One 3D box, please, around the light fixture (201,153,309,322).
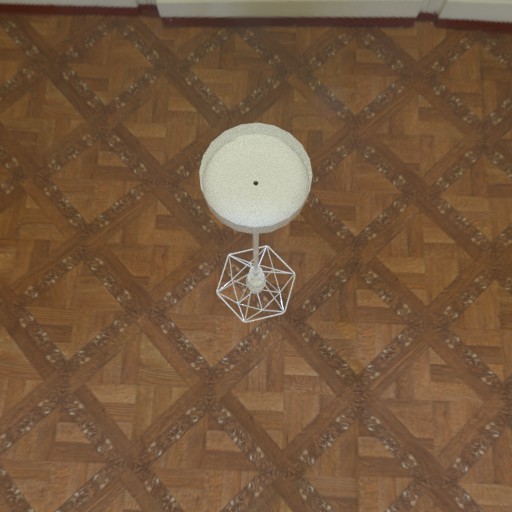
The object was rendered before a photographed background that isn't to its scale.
[{"bbox_3d":[0.000,0.000,2.010,0.431,1.764,0.487,-43,80,-10],"label":"light fixture"}]
